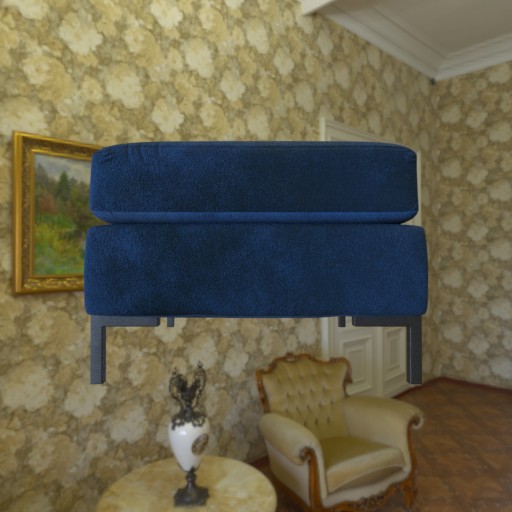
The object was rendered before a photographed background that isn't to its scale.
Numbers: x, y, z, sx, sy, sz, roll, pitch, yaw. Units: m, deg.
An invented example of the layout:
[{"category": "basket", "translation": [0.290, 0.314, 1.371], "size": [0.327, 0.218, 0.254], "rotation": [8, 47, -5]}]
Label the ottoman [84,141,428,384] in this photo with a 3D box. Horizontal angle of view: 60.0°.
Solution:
[{"category": "ottoman", "translation": [0.000, 0.000, 1.195], "size": [0.655, 0.485, 0.794], "rotation": [0, -1, 0]}]
